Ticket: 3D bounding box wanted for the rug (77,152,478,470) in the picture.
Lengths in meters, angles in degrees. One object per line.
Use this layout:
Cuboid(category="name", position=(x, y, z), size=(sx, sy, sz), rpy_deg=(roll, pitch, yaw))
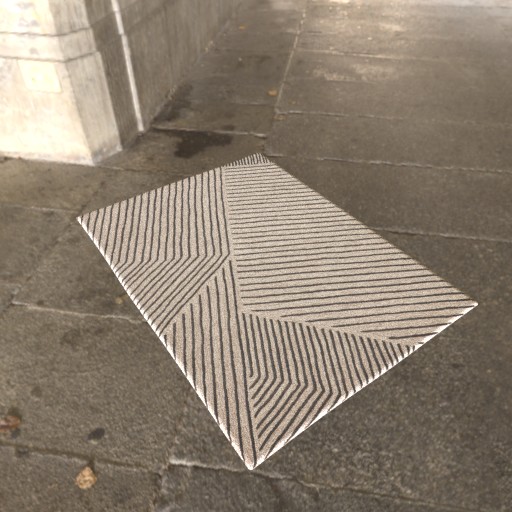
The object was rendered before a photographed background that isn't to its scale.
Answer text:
Cuboid(category="rug", position=(0.000, 0.000, 3.238), size=(1.829, 0.028, 2.449), rpy_deg=(-26, 48, -26))
